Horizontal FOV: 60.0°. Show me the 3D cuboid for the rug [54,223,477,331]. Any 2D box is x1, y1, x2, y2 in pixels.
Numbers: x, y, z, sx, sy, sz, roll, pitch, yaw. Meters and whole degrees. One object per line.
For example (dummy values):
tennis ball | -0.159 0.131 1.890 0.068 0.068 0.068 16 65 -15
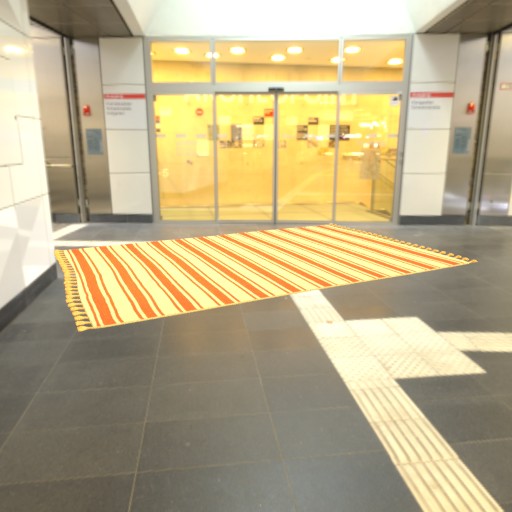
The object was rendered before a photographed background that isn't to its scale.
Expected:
rug | 0.000 0.000 2.989 2.433 0.022 1.556 -7 16 -26
